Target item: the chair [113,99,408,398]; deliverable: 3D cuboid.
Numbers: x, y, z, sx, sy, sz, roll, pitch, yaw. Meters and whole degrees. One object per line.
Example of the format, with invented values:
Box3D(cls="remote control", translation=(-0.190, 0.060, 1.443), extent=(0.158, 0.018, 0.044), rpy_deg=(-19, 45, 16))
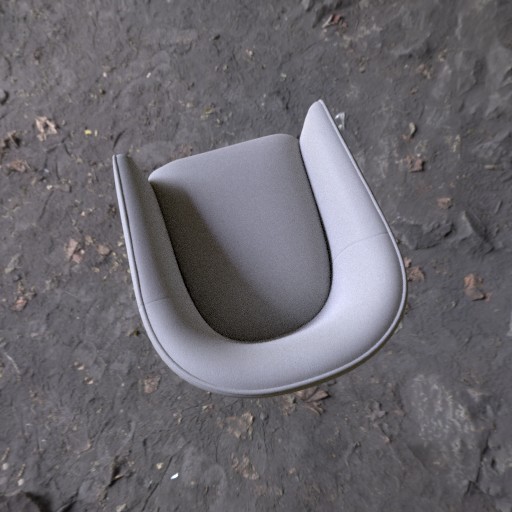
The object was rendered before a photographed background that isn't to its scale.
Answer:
Box3D(cls="chair", translation=(0.000, 0.000, 1.480), extent=(0.747, 0.799, 0.875), rpy_deg=(-16, 75, -5))
